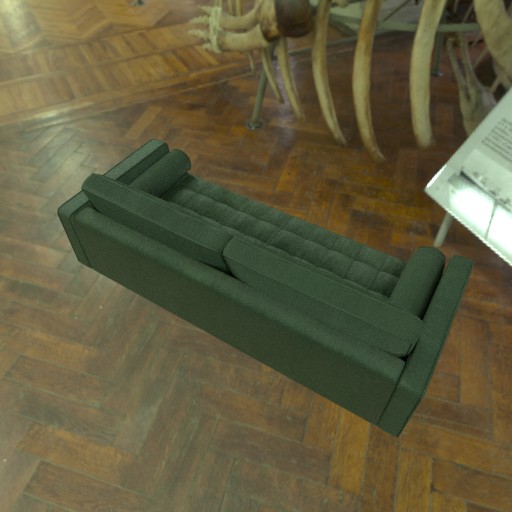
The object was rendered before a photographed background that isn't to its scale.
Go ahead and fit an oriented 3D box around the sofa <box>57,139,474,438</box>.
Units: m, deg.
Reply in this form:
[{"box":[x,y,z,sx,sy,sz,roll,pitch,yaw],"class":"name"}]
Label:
[{"box":[0.000,0.000,2.600,2.199,0.769,0.918,25,52,21],"class":"sofa"}]
